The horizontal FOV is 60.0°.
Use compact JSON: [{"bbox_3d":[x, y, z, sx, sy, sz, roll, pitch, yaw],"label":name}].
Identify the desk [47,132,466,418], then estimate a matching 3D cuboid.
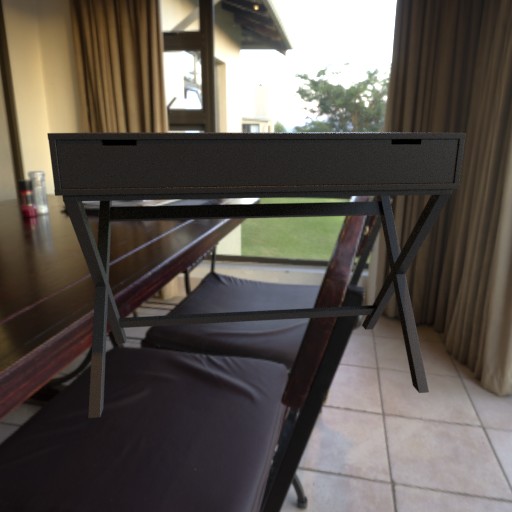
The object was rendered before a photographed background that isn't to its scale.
[{"bbox_3d":[0.000,0.000,1.456,1.057,0.780,0.504,-2,16,-7],"label":"desk"}]
